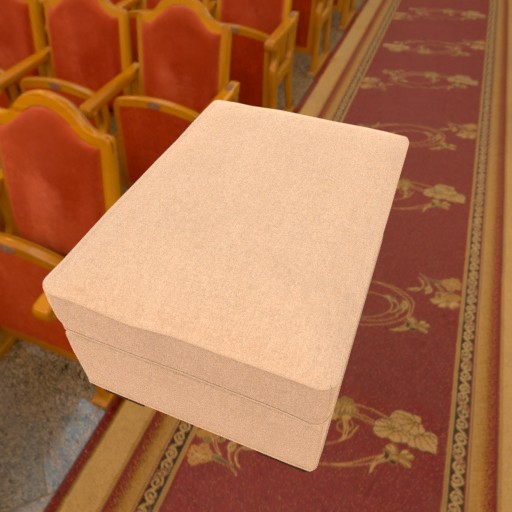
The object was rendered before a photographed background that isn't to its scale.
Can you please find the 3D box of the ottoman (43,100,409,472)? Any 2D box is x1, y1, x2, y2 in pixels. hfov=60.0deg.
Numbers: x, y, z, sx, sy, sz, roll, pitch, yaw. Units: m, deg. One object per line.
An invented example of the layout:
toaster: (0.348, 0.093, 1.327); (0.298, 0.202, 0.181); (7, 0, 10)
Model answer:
ottoman: (0.000, 0.000, 1.205); (0.617, 0.503, 0.846); (16, 49, 15)
